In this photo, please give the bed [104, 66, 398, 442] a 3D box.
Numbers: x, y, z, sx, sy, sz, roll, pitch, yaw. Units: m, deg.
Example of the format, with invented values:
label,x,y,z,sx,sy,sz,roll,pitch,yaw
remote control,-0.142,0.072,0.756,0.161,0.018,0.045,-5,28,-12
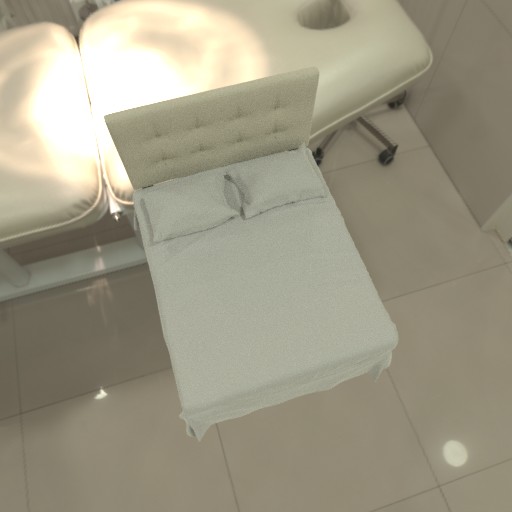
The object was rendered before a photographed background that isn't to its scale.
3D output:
label,x,y,z,sx,sy,sz,roll,pitch,yaw
bed,0.000,0.000,3.511,1.936,1.577,2.222,-16,65,-8
